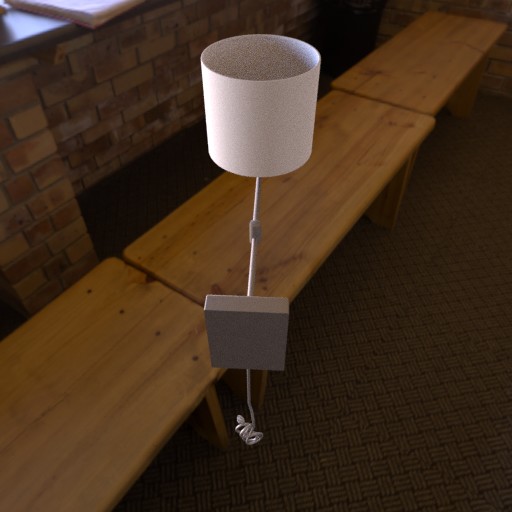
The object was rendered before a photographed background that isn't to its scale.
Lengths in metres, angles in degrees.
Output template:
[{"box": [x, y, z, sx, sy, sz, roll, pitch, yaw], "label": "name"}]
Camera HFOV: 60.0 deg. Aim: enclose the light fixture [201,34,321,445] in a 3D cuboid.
[{"box": [0.000, 0.000, 0.875, 0.203, 0.651, 0.516, 2, 45, 2], "label": "light fixture"}]
